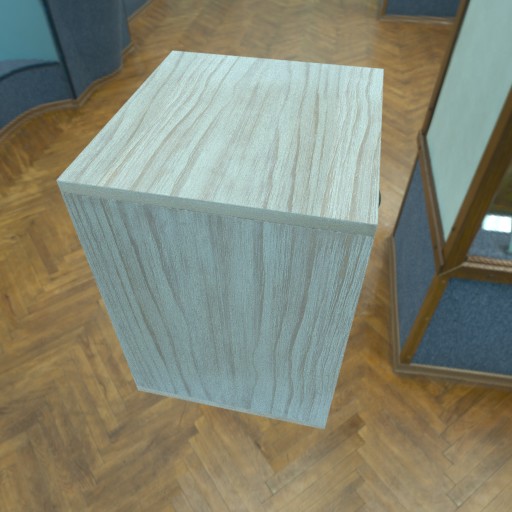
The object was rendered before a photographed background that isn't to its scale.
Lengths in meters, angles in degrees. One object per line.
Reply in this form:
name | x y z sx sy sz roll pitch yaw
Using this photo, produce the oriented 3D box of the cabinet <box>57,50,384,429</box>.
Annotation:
cabinet | 0.000 0.000 0.847 0.401 0.579 0.409 9 46 9
